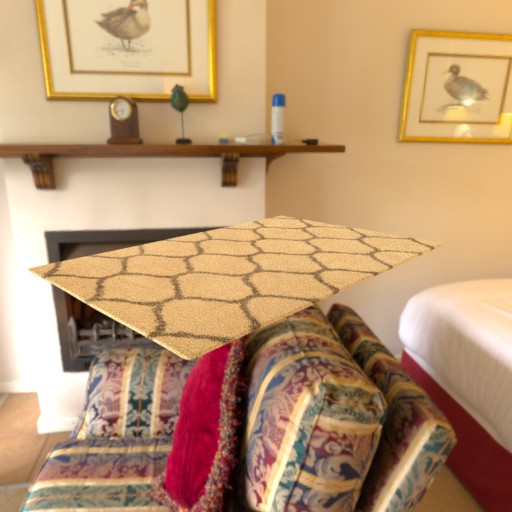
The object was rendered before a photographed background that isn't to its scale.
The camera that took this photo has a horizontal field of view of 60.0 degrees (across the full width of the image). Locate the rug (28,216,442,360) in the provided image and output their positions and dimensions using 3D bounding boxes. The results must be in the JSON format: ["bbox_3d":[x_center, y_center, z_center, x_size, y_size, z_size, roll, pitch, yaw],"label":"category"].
[{"bbox_3d":[0.000,0.000,3.404,1.801,0.026,2.701,15,22,42],"label":"rug"}]
